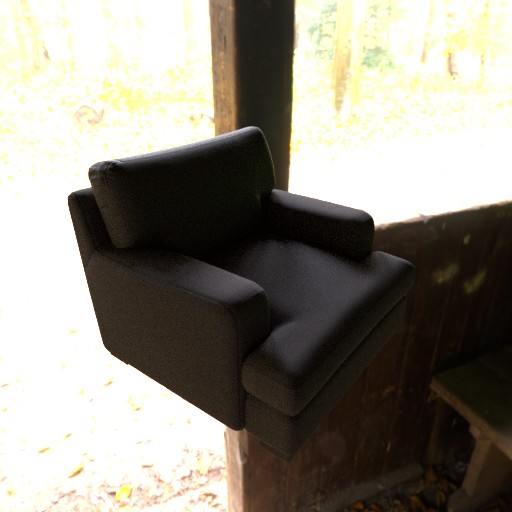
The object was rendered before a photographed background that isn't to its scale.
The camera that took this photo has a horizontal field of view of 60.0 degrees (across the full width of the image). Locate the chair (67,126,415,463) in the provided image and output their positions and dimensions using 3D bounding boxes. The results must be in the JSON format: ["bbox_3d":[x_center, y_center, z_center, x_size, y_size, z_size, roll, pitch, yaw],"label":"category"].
[{"bbox_3d":[0.000,0.000,2.018,1.143,0.940,1.168,19,32,33],"label":"chair"}]
